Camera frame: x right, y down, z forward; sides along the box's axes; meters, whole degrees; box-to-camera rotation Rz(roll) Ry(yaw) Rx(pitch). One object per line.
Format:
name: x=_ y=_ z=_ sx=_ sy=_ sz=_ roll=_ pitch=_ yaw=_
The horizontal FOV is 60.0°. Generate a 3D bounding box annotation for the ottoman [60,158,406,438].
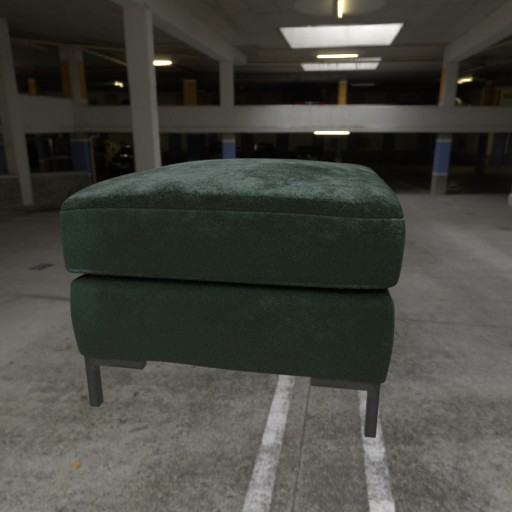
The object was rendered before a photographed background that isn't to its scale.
ottoman: x=0.000 y=0.000 z=1.290 sx=0.701 sy=0.538 sz=0.839 roll=3 pitch=16 yaw=9
